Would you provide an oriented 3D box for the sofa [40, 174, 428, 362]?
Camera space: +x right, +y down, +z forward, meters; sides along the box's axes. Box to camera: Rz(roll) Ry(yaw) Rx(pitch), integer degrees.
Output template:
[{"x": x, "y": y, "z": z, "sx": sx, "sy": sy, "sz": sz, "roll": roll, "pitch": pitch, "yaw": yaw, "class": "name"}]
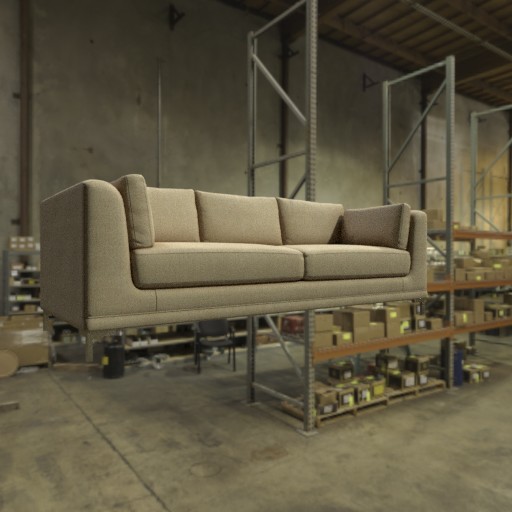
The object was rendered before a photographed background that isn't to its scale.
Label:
[{"x": 0.000, "y": 0.000, "z": 2.901, "sx": 2.415, "sy": 0.867, "sz": 0.969, "roll": 0, "pitch": 0, "yaw": -36, "class": "sofa"}]
